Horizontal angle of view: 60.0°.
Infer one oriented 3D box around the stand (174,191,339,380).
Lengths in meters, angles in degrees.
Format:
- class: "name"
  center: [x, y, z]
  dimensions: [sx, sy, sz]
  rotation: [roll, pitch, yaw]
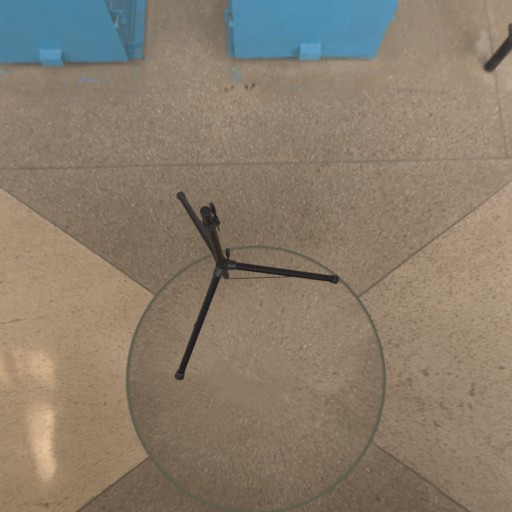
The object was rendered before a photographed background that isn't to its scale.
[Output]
- class: "stand"
  center: [0.000, 0.000, 1.897]
  dimensions: [0.907, 1.136, 1.045]
  rotation: [0, 76, 0]
